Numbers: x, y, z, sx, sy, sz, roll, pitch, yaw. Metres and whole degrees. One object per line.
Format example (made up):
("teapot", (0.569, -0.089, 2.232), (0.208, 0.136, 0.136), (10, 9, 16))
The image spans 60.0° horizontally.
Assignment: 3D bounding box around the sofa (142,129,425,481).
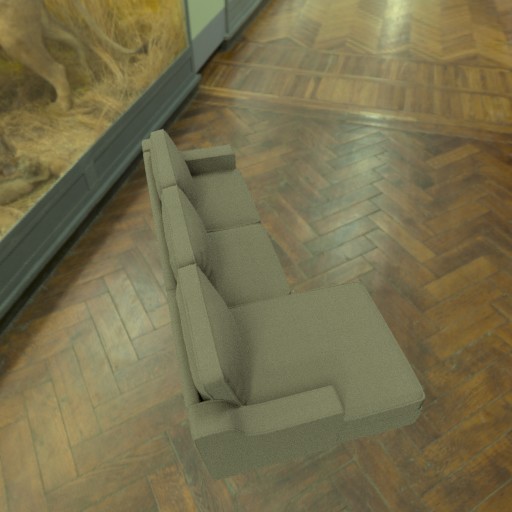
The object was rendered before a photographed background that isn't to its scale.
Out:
("sofa", (0.000, 0.000, 3.132), (1.294, 0.928, 2.561), (-11, 47, -11))
